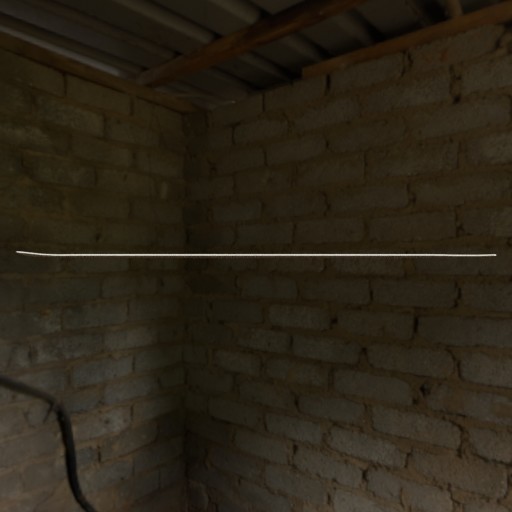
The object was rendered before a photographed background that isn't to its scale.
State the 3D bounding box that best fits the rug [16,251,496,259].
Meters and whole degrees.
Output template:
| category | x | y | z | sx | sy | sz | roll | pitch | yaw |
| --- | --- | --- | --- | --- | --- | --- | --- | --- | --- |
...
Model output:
| category | x | y | z | sx | sy | sz | roll | pitch | yaw |
| --- | --- | --- | --- | --- | --- | --- | --- | --- | --- |
| rug | 0.000 | 0.000 | 2.389 | 1.947 | 0.023 | 1.214 | 0 | -1 | 0 |
